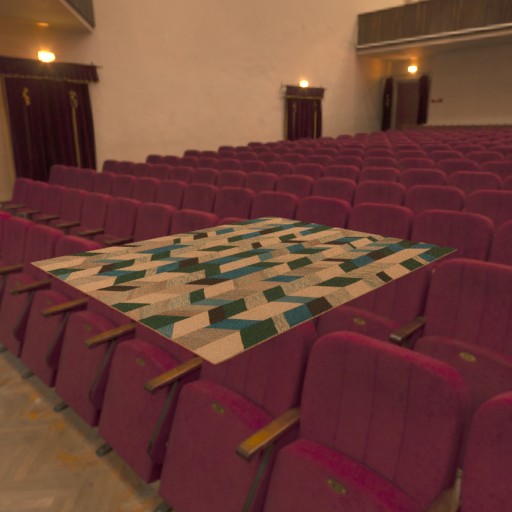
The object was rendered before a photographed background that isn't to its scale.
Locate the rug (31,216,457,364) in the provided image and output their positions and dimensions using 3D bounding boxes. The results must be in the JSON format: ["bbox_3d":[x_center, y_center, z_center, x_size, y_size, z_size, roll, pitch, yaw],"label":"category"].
[{"bbox_3d":[0.000,0.000,4.011,2.440,0.008,3.036,15,22,43],"label":"rug"}]
